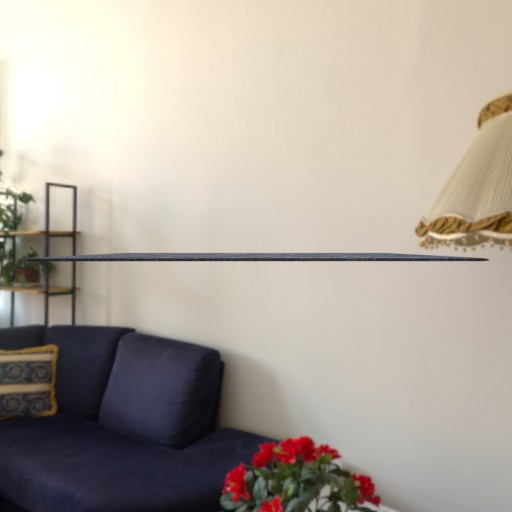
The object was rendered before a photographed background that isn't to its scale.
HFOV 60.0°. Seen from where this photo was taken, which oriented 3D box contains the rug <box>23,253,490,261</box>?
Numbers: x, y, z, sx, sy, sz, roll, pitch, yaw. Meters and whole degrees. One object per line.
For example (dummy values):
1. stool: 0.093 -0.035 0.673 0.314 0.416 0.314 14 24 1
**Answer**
1. rug: 0.000 0.000 4.227 3.245 0.024 2.385 0 1 0
